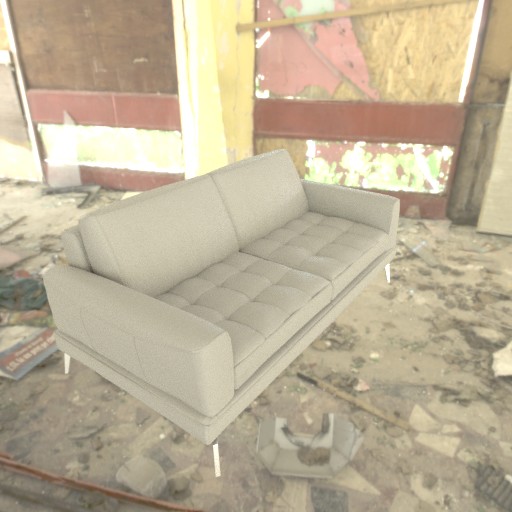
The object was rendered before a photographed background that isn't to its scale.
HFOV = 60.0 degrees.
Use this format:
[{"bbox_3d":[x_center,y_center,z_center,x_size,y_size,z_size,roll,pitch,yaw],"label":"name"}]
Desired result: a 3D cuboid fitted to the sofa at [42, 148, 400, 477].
[{"bbox_3d":[0.000,0.000,2.718,1.121,0.930,2.177,18,31,32],"label":"sofa"}]
